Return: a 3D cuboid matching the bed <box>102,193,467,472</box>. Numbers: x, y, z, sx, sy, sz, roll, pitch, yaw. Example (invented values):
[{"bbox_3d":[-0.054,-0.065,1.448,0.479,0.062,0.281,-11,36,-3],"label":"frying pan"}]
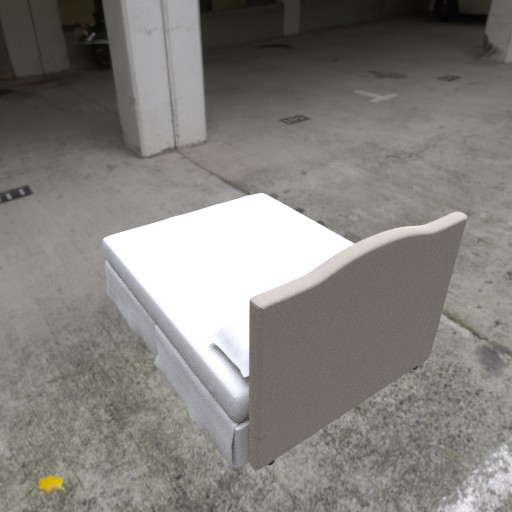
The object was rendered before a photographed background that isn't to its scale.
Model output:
[{"bbox_3d":[0.000,0.000,3.692,1.977,1.437,2.477,-20,37,-29],"label":"bed"}]
